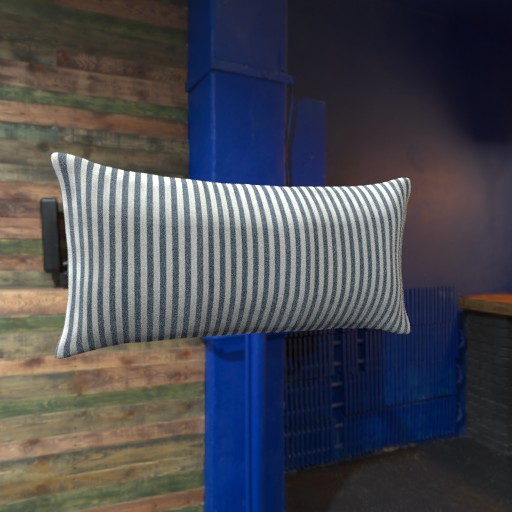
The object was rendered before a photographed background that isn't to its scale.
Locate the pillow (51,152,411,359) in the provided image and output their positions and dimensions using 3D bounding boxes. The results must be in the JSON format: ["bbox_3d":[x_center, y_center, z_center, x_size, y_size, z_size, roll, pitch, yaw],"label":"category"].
[{"bbox_3d":[0.000,0.000,0.734,0.617,0.295,0.151,0,0,-20],"label":"pillow"}]
